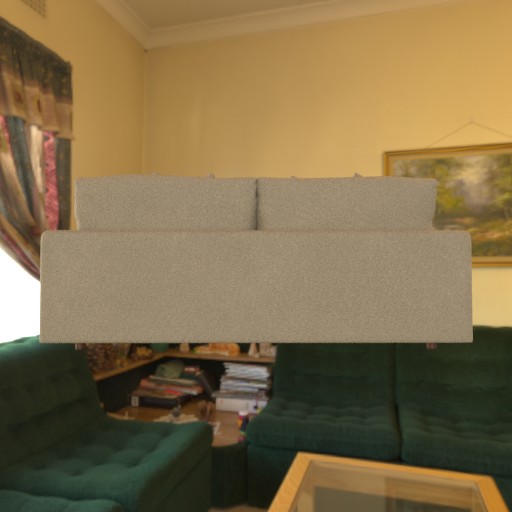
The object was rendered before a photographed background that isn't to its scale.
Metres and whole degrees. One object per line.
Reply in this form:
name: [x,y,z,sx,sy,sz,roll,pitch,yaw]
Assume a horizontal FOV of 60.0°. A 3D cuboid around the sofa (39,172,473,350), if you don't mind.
sofa: [0.000,0.000,3.016,2.380,1.084,1.228,0,-2,0]
